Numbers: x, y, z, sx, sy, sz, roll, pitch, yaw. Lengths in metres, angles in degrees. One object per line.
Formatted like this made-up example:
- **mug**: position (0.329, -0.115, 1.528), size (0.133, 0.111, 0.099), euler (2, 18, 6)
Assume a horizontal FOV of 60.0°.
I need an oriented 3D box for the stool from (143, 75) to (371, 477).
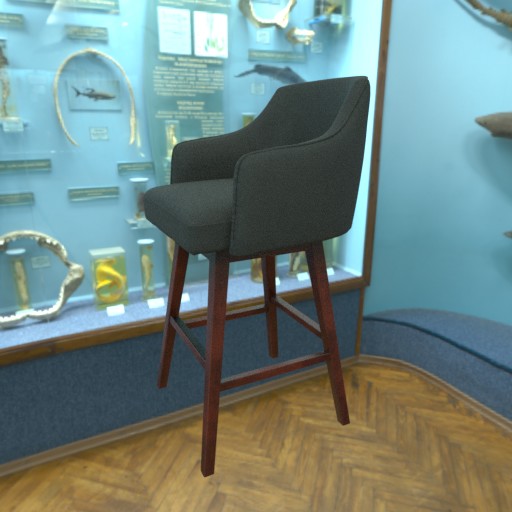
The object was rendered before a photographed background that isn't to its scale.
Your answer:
- **stool**: position (0.000, 0.000, 1.331), size (0.558, 1.012, 0.548), euler (-9, 19, -26)
